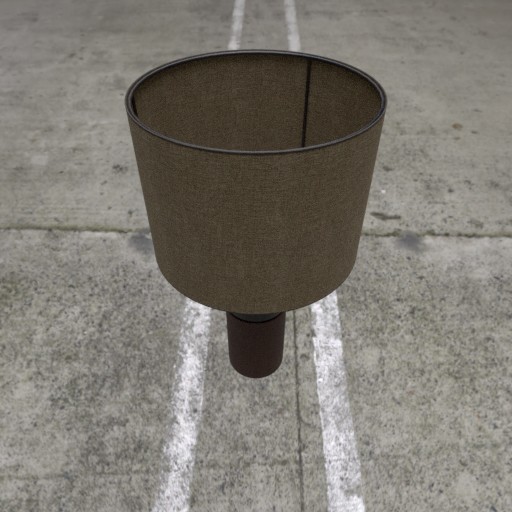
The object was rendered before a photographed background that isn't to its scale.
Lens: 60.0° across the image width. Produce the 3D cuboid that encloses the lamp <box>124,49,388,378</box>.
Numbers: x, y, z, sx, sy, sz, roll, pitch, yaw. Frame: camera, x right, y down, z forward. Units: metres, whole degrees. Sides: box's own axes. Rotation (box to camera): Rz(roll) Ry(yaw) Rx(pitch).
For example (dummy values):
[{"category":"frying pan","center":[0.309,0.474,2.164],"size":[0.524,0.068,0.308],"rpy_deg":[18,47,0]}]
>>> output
[{"category":"lamp","center":[0.000,0.000,0.464],"size":[0.202,0.350,0.202],"rpy_deg":[0,42,0]}]
